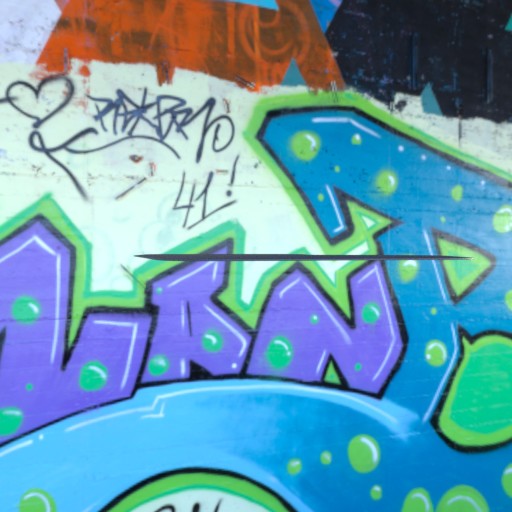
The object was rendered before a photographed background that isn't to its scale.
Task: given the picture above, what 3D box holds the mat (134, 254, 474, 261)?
[{"bbox_3d":[0.000,0.000,1.827,0.918,0.013,1.524,0,0,-18],"label":"mat"}]
